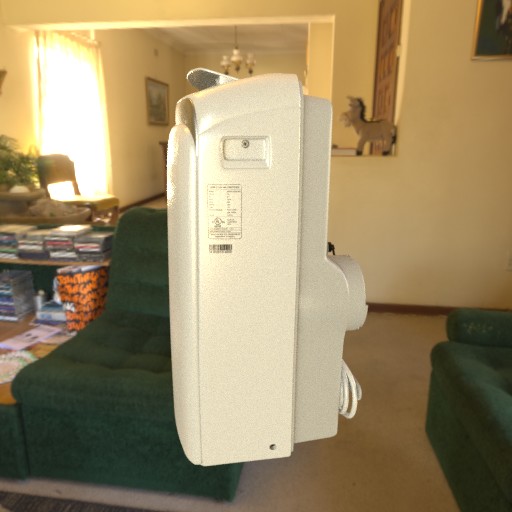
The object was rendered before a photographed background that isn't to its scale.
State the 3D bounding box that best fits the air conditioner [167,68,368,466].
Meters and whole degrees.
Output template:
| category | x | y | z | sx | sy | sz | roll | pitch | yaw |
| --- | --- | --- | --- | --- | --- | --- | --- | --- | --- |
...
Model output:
| category | x | y | z | sx | sy | sz | roll | pitch | yaw |
| --- | --- | --- | --- | --- | --- | --- | --- | --- | --- |
| air conditioner | 0.000 | 0.000 | 1.042 | 0.414 | 0.786 | 0.449 | -2 | 15 | -8 |
